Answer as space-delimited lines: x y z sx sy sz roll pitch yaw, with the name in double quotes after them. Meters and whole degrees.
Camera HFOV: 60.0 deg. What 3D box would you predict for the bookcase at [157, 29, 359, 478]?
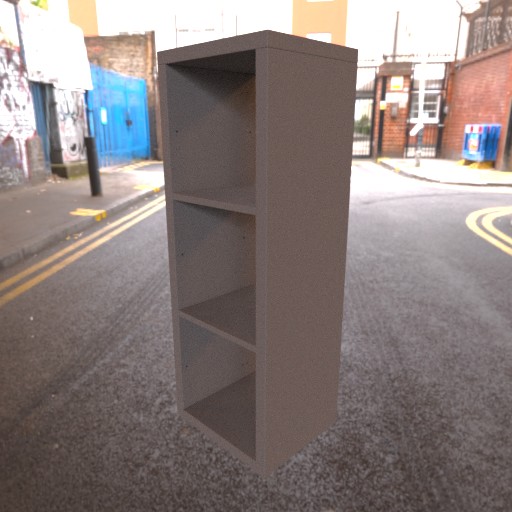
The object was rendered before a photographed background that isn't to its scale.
0.000 0.000 1.268 0.390 1.080 0.330 15 22 42 "bookcase"
